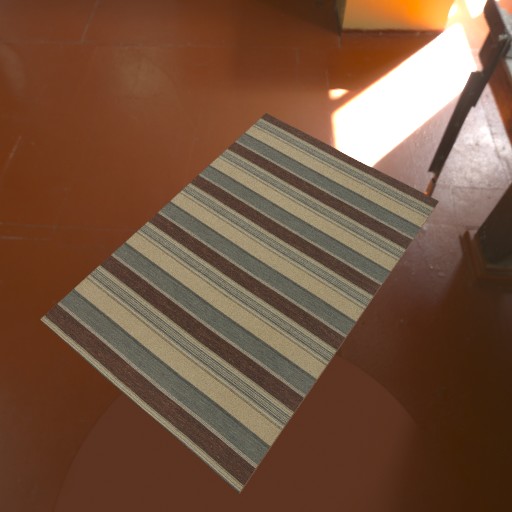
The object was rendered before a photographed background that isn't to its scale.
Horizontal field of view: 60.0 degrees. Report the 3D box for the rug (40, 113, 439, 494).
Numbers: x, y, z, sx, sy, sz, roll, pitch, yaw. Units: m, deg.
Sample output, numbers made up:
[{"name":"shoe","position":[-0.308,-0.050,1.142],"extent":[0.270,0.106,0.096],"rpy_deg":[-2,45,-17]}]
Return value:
[{"name":"rug","position":[0.000,0.000,2.312],"extent":[1.219,0.008,1.829],"rpy_deg":[33,64,19]}]
